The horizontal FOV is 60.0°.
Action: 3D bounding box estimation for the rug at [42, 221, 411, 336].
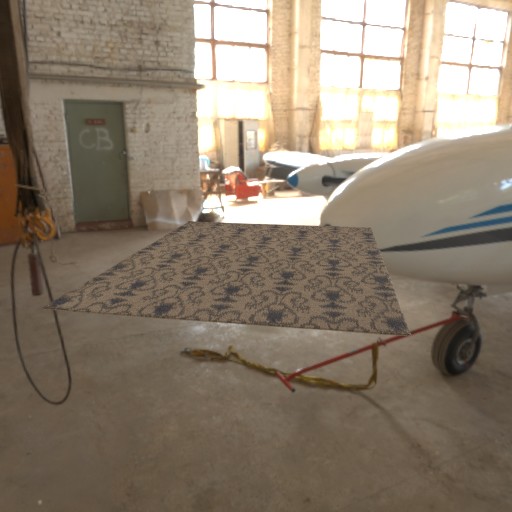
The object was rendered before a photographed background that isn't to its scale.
[{"bbox_3d":[0.000,0.000,4.348,2.437,0.015,3.205,3,16,10],"label":"rug"}]
